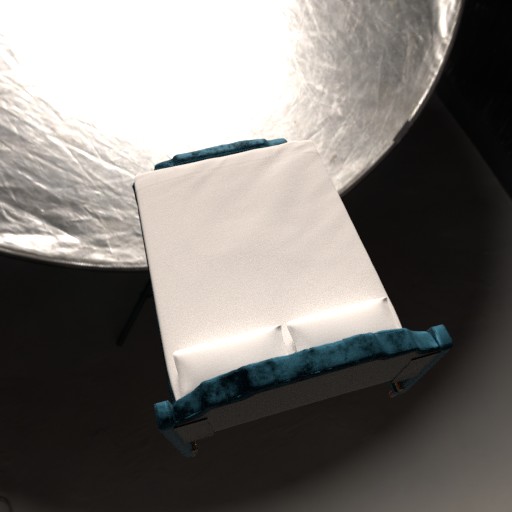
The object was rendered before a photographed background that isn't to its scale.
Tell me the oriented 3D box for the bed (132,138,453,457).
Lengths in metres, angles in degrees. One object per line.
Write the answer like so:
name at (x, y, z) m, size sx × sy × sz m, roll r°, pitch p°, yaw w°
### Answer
bed at (0.000, 0.000, 3.349) m, size 1.678 × 1.338 × 2.322 m, roll -13°, pitch 59°, yaw -8°
